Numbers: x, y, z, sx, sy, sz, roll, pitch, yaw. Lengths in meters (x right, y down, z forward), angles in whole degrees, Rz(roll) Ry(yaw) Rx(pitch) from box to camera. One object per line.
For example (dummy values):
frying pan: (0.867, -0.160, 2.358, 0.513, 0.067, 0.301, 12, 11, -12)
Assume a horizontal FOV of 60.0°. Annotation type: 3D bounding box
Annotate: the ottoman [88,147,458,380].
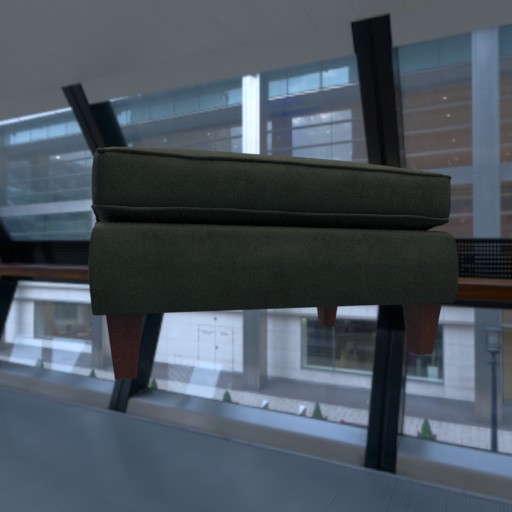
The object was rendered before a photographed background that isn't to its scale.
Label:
ottoman: (0.000, 0.000, 1.245, 0.864, 0.495, 0.632, 0, -1, -19)
